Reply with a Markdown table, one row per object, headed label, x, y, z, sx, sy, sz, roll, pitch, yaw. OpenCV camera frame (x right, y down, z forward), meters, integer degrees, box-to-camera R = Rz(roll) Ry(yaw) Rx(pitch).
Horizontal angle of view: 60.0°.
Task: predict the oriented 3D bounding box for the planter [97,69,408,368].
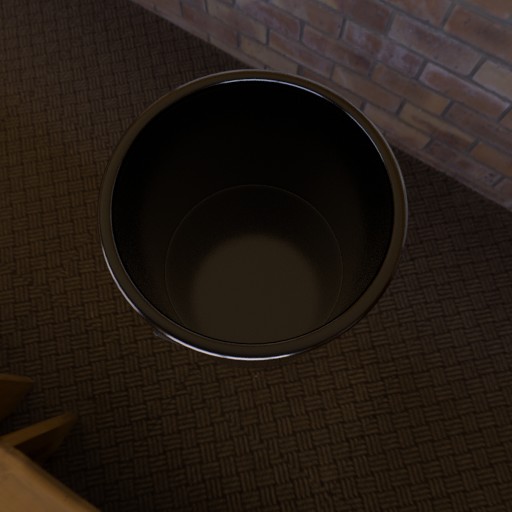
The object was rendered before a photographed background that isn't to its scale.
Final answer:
| label | x | y | z | sx | sy | sz | roll | pitch | yaw |
| --- | --- | --- | --- | --- | --- | --- | --- | --- | --- |
| planter | 0.000 | 0.000 | 0.632 | 0.310 | 0.432 | 0.310 | 1 | 75 | 0 |
